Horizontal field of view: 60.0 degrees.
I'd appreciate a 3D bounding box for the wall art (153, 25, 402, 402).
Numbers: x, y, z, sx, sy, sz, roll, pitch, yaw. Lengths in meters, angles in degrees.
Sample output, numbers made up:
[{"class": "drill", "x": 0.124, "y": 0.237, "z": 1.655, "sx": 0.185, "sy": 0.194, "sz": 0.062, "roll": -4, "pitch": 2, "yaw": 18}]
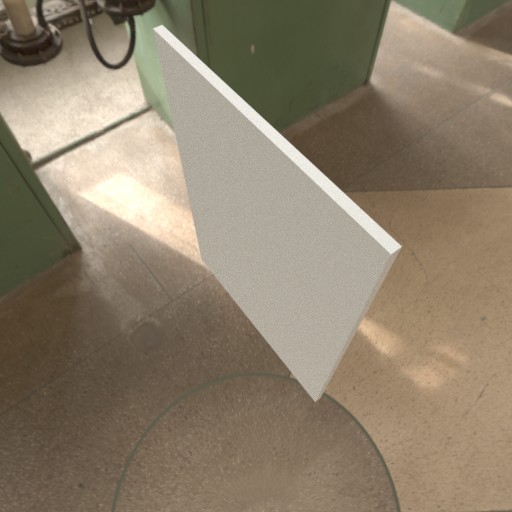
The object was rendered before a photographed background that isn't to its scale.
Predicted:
[{"class": "wall art", "x": 0.000, "y": 0.000, "z": 0.667, "sx": 0.013, "sy": 0.533, "sz": 0.381, "roll": -33, "pitch": 65, "yaw": -18}]
